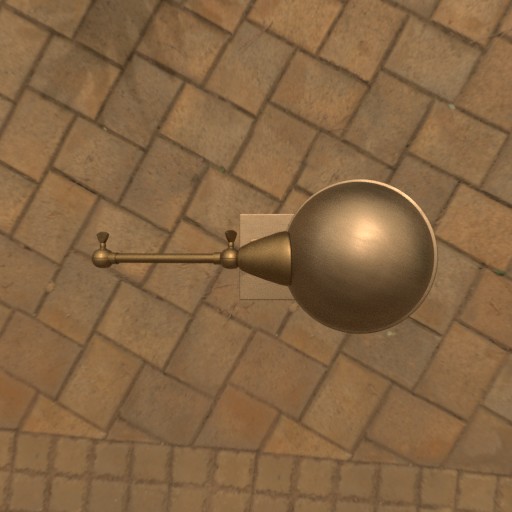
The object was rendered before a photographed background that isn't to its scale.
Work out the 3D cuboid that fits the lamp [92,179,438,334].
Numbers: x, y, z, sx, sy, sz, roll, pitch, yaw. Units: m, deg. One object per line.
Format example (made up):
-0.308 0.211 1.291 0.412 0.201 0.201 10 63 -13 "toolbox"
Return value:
0.000 0.000 0.538 0.339 0.371 0.149 0 90 1 "lamp"
